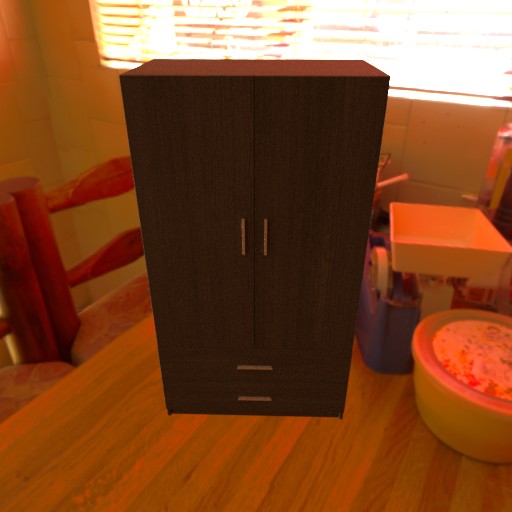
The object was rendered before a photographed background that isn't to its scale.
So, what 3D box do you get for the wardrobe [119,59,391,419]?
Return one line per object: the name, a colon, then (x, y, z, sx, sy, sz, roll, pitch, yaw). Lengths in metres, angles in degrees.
wardrobe: (0.000, 0.000, 2.286, 0.991, 1.808, 0.577, 1, 30, 1)
